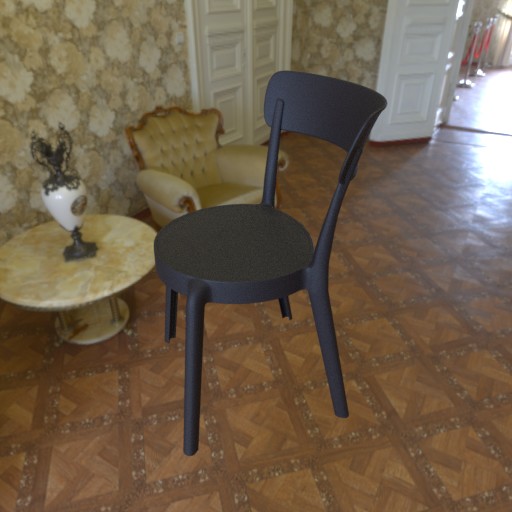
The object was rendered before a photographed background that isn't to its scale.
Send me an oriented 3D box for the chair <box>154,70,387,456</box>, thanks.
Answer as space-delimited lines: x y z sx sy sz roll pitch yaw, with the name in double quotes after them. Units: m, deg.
0.000 0.000 1.107 0.491 0.790 0.506 -8 32 -14 "chair"
